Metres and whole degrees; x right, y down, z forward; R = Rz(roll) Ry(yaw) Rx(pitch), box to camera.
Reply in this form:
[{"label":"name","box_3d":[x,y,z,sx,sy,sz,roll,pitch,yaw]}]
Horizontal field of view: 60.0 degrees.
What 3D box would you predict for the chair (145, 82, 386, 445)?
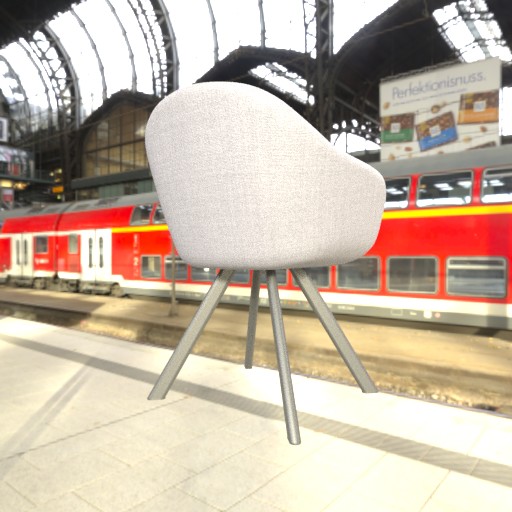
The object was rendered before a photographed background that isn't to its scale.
[{"label":"chair","box_3d":[0.000,0.000,1.222,0.590,0.795,0.550,1,1,37]}]
